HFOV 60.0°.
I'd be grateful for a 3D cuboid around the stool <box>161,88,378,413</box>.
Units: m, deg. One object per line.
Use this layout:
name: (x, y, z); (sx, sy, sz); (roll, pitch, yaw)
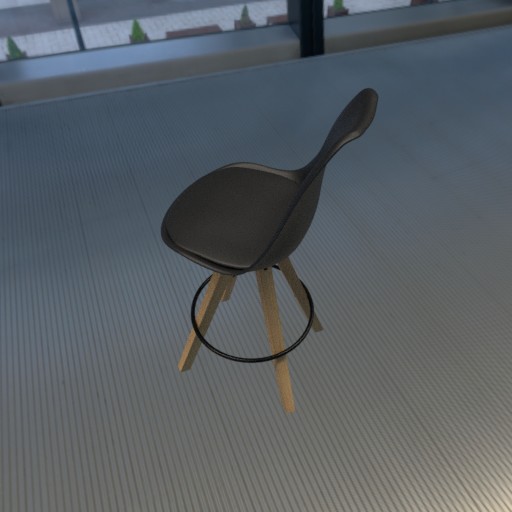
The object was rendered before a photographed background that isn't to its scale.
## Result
stool: (0.000, 0.000, 1.425); (0.550, 1.115, 0.485); (16, 49, 15)
